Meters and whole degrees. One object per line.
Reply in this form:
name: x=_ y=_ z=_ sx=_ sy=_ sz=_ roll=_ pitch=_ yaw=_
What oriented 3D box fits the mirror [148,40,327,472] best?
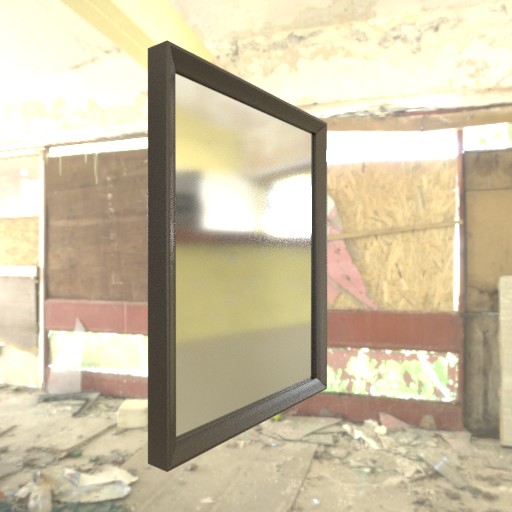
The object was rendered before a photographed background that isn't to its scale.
mirror: x=0.000 y=0.000 z=0.696 sx=0.041 sy=0.509 sz=0.406 roll=0 pitch=0 yaw=36
